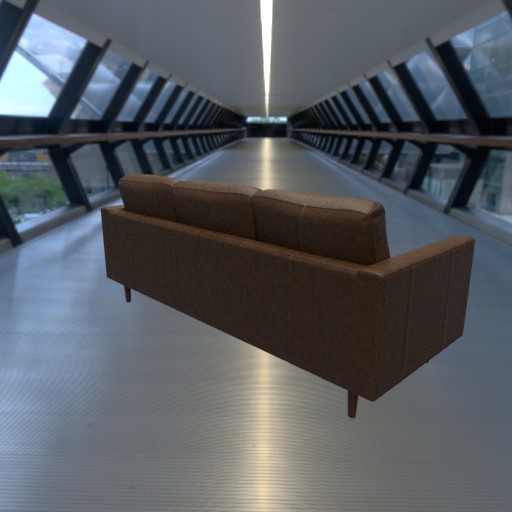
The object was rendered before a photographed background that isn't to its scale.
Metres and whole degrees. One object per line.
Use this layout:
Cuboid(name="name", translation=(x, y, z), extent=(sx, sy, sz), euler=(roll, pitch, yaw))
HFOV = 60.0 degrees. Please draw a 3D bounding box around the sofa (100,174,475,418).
Cuboid(name="sofa", translation=(0.000, 0.000, 2.714), extent=(0.903, 0.930, 2.231), euler=(-14, 20, -42))
